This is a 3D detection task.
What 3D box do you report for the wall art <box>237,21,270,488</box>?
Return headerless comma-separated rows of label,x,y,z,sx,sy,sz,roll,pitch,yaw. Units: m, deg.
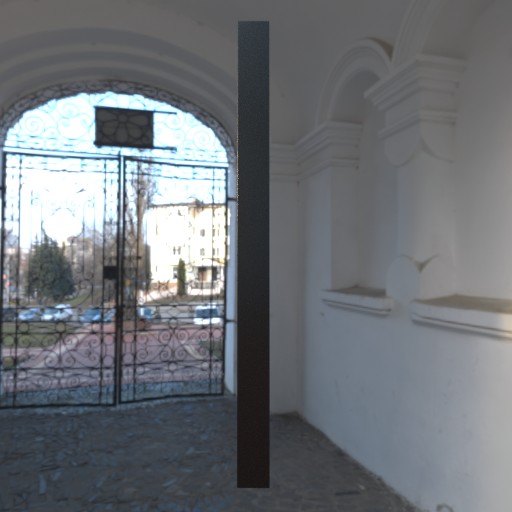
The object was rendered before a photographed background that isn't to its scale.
wall art,0.000,0.000,0.746,0.038,0.551,0.448,0,-1,1
